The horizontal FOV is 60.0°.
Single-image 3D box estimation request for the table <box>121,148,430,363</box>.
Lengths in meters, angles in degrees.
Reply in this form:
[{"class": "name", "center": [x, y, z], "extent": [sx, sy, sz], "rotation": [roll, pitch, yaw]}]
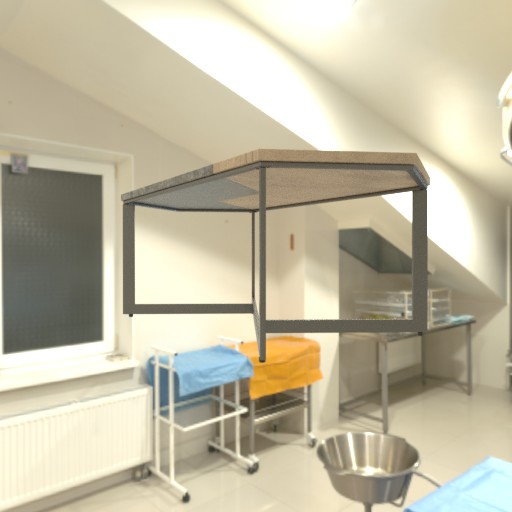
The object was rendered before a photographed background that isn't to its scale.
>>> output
[{"class": "table", "center": [0.000, 0.000, 1.468], "extent": [0.609, 0.457, 1.219], "rotation": [0, 0, -35]}]
